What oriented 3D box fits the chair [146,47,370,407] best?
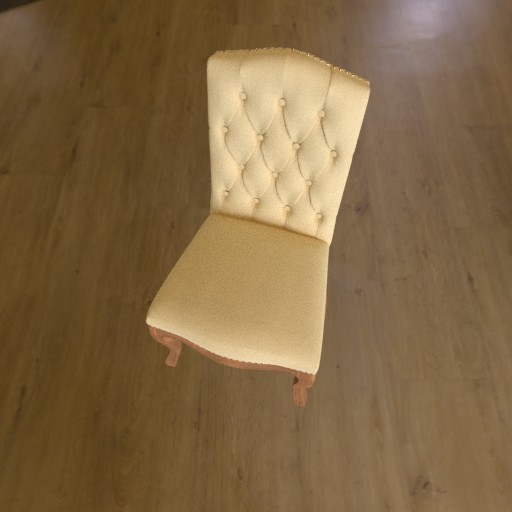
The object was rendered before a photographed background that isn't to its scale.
[{"bbox_3d":[0.000,0.000,1.566,0.623,1.165,0.715,15,61,8],"label":"chair"}]
